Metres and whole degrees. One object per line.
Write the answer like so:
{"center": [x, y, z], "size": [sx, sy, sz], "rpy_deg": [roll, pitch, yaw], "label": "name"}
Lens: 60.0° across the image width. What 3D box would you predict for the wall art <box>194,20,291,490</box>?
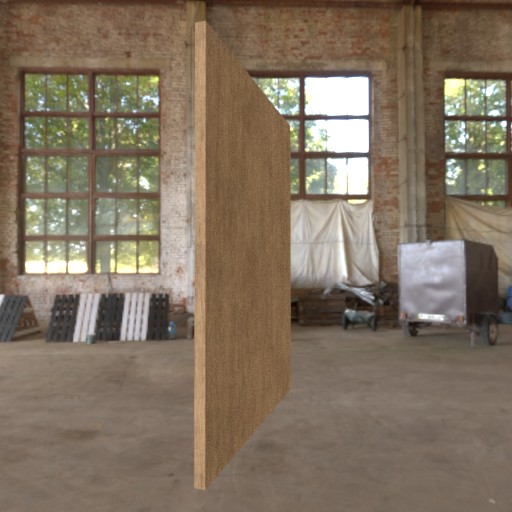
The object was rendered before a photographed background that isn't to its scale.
{"center": [0.000, 0.000, 0.904], "size": [0.018, 0.686, 0.534], "rpy_deg": [0, -1, 18], "label": "wall art"}
